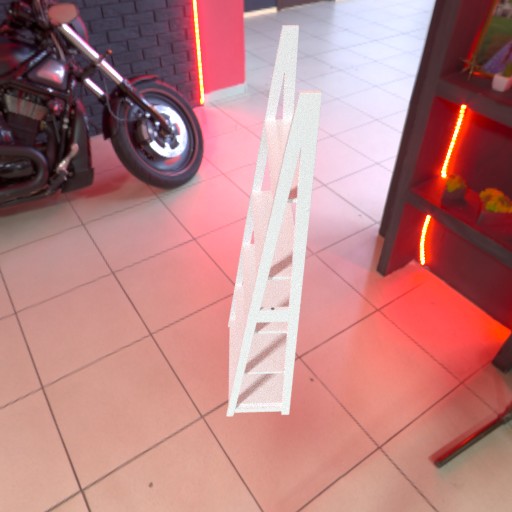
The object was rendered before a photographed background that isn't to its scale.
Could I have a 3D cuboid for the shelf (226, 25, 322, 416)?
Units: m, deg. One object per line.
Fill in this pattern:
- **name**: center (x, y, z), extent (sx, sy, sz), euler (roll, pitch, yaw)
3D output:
- **shelf**: center (0.000, 0.000, 2.039), extent (0.341, 1.779, 0.636), euler (-1, 43, -1)
